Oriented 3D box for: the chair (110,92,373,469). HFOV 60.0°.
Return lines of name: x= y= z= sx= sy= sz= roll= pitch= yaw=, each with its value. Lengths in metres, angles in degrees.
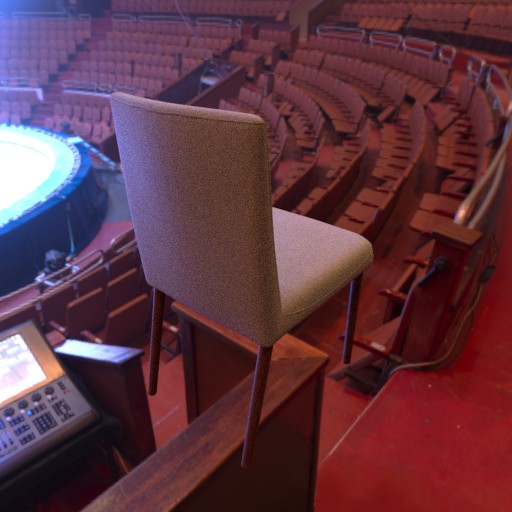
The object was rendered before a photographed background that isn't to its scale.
chair: x=0.000 y=0.000 z=1.192 sx=0.456 sy=0.859 sz=0.570 roll=22 pitch=35 yaw=35
